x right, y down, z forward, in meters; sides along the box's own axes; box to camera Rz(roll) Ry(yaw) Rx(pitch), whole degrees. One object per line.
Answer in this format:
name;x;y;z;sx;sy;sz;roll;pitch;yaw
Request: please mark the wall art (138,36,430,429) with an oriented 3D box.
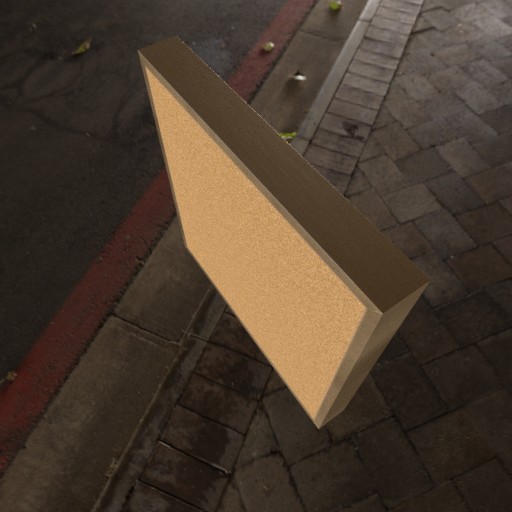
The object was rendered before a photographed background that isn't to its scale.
wall art;0.000;0.000;0.449;0.038;0.303;0.305;-30;62;-18
